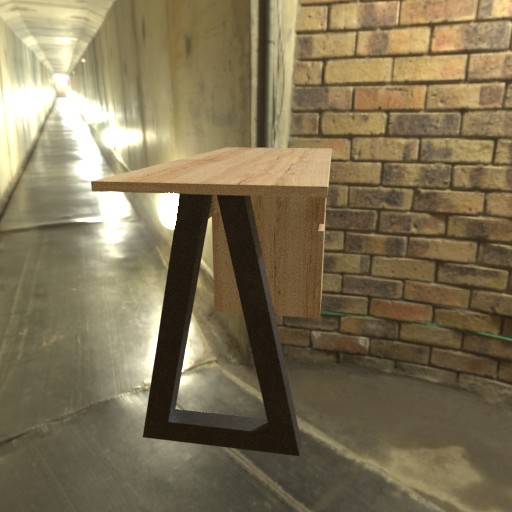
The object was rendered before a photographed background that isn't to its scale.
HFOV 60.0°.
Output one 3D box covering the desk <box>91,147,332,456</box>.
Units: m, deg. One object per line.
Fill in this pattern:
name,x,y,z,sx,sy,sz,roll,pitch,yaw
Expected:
desk,0.000,0.000,1.767,0.550,0.760,1.400,3,17,9
